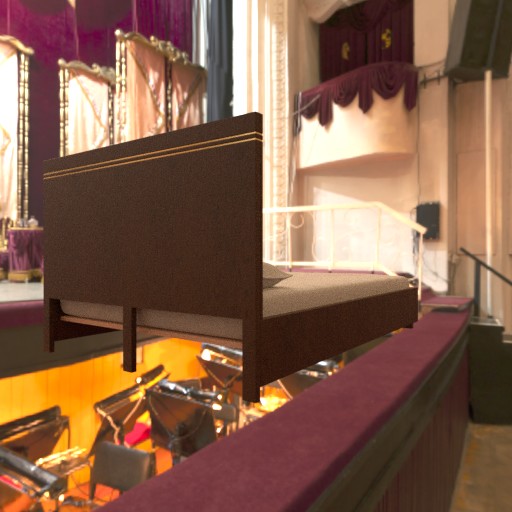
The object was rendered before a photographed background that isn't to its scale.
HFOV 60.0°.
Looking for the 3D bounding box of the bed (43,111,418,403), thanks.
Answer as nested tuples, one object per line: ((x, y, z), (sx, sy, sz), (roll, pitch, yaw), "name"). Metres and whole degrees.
((0.000, 0.000, 3.143), (1.613, 1.169, 2.221), (0, 0, 36), "bed")
